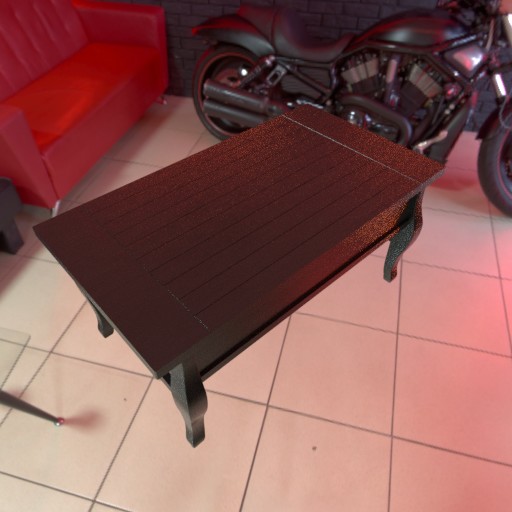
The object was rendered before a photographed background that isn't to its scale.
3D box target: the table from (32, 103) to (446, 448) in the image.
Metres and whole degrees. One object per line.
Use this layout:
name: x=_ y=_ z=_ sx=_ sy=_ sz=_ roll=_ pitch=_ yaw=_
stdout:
table: x=0.000 y=0.000 z=1.439 sx=1.062 sy=0.494 sz=0.600 roll=-33 pitch=53 yaw=-29
